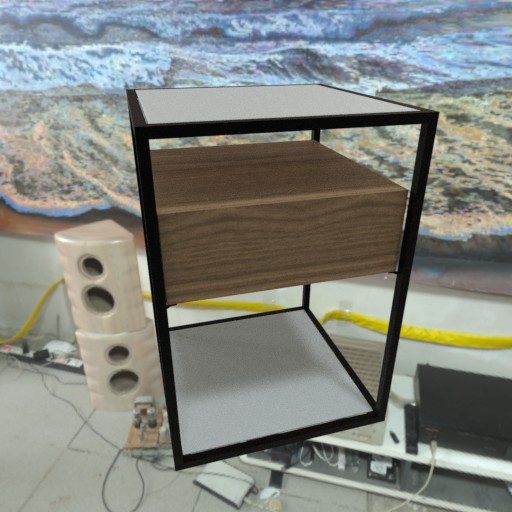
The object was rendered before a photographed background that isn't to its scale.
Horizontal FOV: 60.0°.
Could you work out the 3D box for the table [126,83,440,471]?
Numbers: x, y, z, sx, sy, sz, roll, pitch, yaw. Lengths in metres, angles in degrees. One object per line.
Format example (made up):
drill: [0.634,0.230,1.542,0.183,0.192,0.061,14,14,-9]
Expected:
table: [0.000,0.000,0.800,0.378,0.540,0.378,-7,27,-14]
